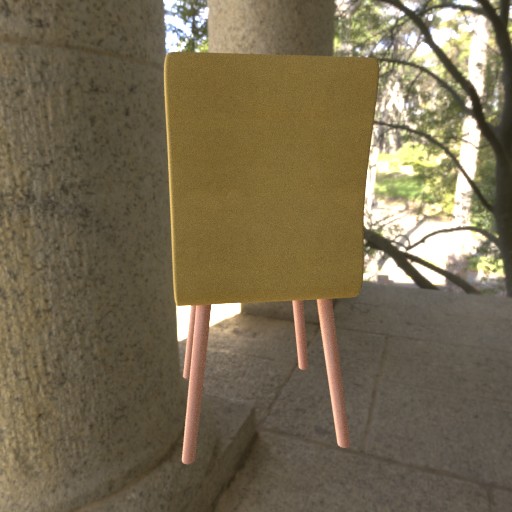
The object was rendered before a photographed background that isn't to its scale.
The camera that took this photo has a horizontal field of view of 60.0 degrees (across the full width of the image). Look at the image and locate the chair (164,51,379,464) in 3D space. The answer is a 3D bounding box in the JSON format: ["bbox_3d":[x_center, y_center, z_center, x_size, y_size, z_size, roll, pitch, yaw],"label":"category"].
[{"bbox_3d":[0.000,0.000,1.261,0.450,0.965,0.550,-2,14,-8],"label":"chair"}]
